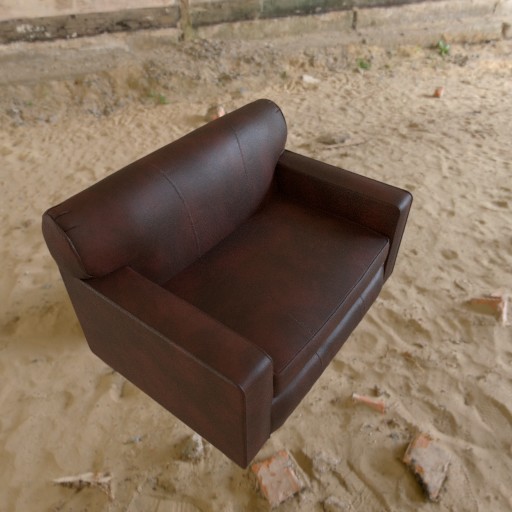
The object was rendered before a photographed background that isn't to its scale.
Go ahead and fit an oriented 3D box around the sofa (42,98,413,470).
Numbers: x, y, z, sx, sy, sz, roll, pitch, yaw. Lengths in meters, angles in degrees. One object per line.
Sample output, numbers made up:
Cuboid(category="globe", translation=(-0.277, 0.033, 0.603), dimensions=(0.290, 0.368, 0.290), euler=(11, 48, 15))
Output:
Cuboid(category="sofa", translation=(0.000, 0.000, 2.078), dimensions=(1.000, 0.956, 1.413), euler=(26, 47, 27))
